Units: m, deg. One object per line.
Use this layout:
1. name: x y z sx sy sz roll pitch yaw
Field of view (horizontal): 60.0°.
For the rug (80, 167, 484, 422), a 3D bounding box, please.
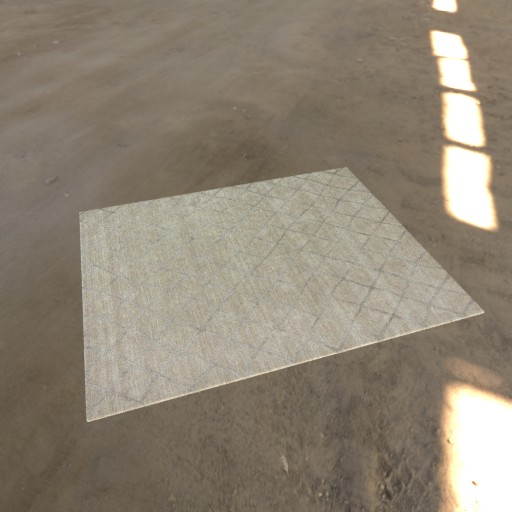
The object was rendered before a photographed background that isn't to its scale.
1. rug: 0.000 0.000 4.044 3.038 0.019 2.420 -12 42 -13
